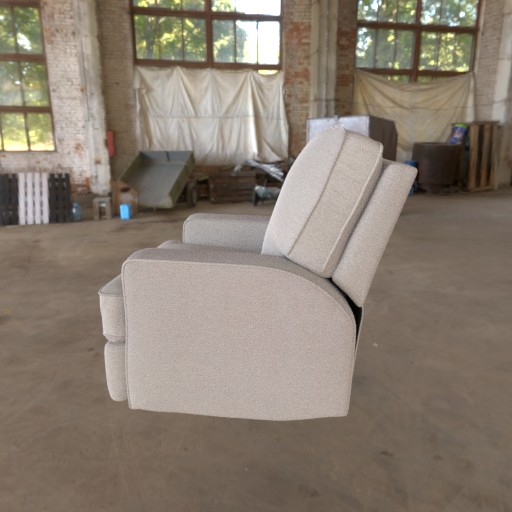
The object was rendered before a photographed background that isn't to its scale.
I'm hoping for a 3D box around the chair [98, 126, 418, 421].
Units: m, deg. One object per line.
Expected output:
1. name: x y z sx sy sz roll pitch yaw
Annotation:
1. chair: 0.000 0.000 1.699 0.969 0.964 0.861 2 15 6
